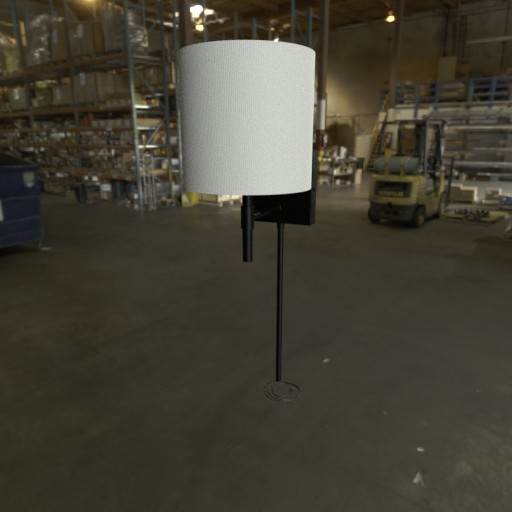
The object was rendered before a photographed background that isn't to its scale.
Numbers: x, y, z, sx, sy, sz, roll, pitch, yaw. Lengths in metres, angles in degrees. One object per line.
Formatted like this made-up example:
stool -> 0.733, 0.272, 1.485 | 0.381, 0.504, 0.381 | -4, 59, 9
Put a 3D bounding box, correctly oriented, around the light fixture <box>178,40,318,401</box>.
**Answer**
light fixture -> 0.000, 0.000, 0.713 | 0.188, 0.589, 0.248 | 7, 16, 24
